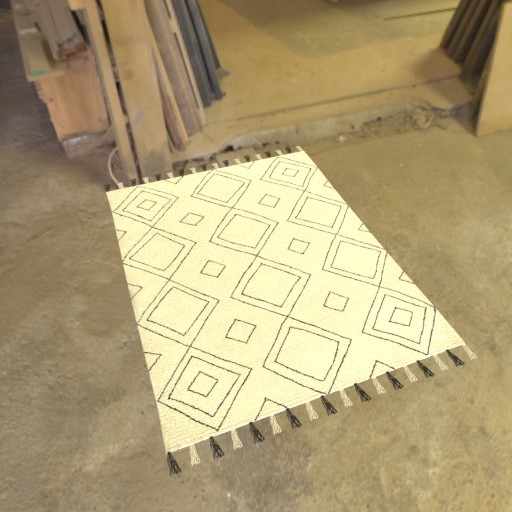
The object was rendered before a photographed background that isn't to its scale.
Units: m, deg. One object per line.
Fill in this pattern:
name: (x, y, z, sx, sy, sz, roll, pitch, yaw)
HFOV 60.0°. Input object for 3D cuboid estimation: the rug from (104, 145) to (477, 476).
rug: (0.000, 0.000, 4.083, 2.342, 0.026, 3.221, -15, 47, -14)
